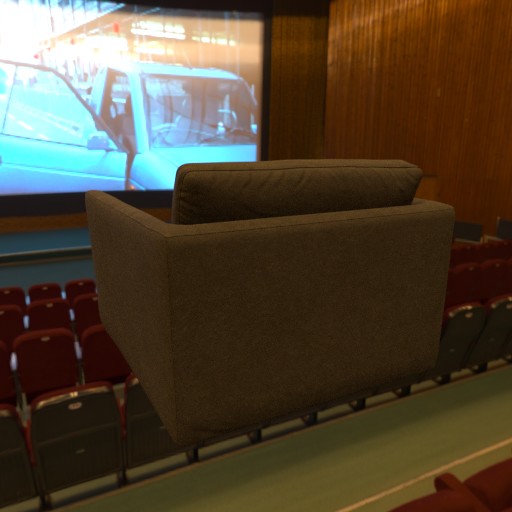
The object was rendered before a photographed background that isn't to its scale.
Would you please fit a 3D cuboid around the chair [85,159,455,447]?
[{"bbox_3d":[0.000,0.000,1.841,1.190,0.845,1.091,-7,17,-25],"label":"chair"}]
